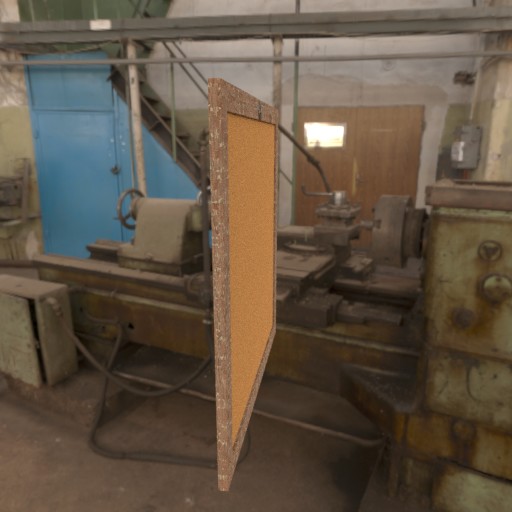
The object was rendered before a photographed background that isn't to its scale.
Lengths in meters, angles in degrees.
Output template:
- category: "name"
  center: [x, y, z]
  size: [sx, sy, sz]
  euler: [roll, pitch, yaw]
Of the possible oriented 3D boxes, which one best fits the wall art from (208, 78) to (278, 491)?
- category: "wall art"
  center: [0.000, 0.000, 0.575]
  size: [0.012, 0.384, 0.384]
  euler: [2, 15, 9]
